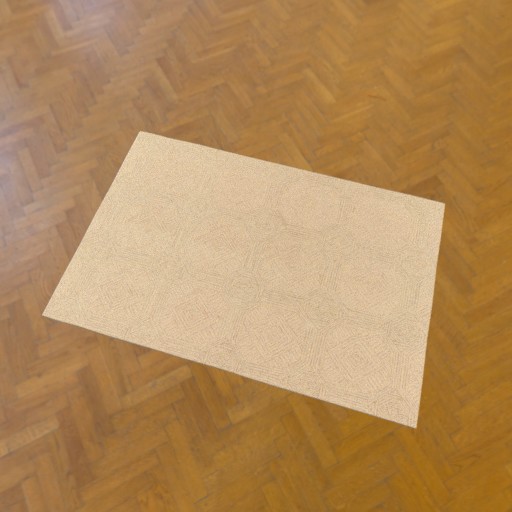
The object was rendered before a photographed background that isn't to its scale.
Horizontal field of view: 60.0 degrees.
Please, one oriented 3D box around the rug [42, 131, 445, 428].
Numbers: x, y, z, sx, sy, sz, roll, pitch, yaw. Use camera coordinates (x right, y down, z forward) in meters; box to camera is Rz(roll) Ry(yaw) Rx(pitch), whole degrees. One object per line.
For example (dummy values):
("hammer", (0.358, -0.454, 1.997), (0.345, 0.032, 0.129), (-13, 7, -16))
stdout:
("rug", (0.000, 0.000, 2.327), (1.839, 0.009, 1.236), (15, 65, 7))
